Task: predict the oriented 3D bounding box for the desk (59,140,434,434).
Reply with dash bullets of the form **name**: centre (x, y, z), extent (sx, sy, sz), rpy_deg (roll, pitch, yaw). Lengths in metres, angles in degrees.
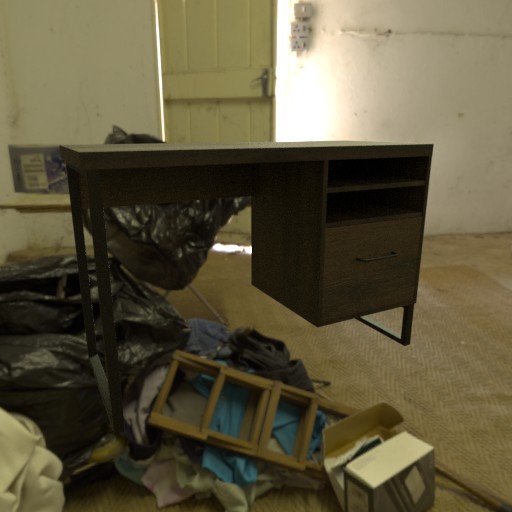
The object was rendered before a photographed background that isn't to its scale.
- **desk**: centre (0.000, 0.000, 1.542), extent (1.134, 0.752, 0.511), rpy_deg (-8, 18, -27)
